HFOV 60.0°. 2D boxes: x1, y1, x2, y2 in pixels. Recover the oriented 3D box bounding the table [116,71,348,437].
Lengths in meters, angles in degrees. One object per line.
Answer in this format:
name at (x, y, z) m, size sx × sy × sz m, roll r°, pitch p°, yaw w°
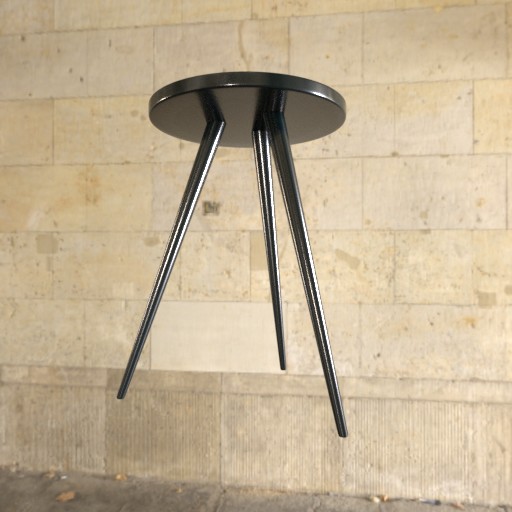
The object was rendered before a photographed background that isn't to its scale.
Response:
table at (0.000, 0.000, 0.825) m, size 0.403 × 0.548 × 0.415 m, roll 0°, pitch -1°, yaw -36°
